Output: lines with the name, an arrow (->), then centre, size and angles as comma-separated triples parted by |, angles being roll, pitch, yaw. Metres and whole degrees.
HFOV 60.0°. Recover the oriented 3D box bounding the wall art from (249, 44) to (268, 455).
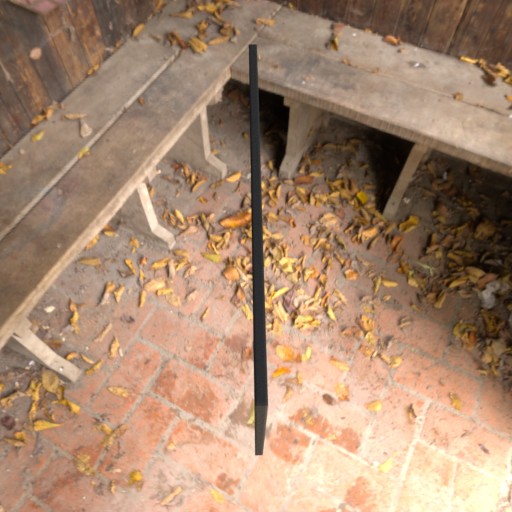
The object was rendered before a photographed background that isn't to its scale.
wall art -> 0.000, 0.000, 1.251 | 0.026, 0.656, 0.958 | -1, 59, 0
